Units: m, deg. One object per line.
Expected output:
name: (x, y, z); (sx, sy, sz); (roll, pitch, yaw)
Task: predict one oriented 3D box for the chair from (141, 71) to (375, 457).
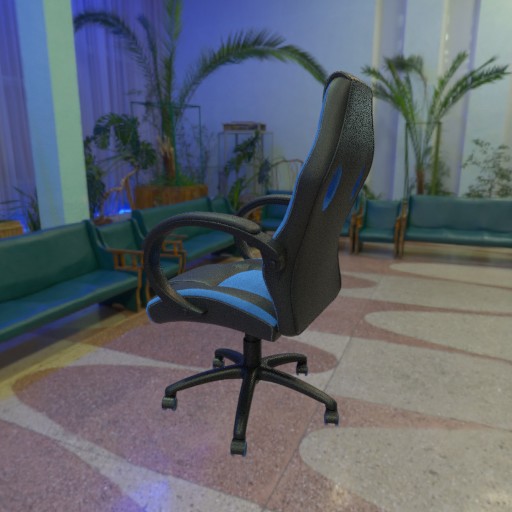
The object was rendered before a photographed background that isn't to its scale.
chair: (0.000, 0.000, 1.609); (0.724, 1.187, 0.673); (7, 15, 25)
